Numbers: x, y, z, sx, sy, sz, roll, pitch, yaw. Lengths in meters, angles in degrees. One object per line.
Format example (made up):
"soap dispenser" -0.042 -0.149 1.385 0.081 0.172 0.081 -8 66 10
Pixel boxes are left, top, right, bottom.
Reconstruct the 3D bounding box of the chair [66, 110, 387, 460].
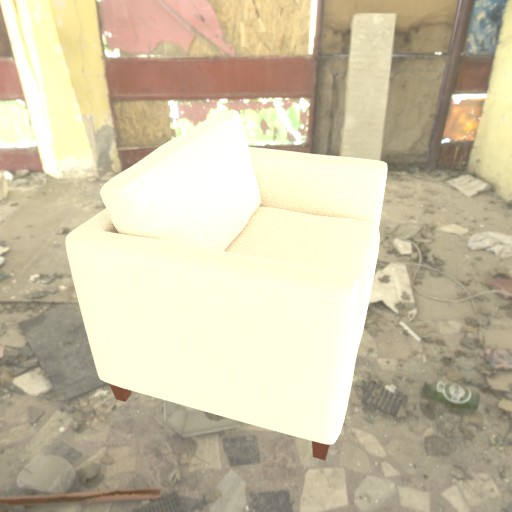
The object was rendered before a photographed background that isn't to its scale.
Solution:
"chair" 0.000 0.000 1.690 0.878 0.885 1.019 10 32 16
